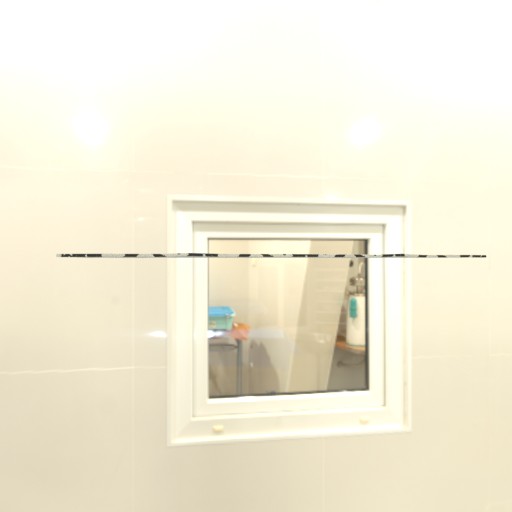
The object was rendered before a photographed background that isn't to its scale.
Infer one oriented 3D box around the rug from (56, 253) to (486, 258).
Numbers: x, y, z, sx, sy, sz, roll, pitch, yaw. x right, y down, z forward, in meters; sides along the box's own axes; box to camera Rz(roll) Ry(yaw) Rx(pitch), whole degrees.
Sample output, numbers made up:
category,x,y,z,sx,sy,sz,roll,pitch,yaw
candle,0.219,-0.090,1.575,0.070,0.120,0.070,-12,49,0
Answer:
category,x,y,z,sx,sy,sz,roll,pitch,yaw
rug,0.000,0.000,4.395,3.369,0.036,2.444,0,0,-17
